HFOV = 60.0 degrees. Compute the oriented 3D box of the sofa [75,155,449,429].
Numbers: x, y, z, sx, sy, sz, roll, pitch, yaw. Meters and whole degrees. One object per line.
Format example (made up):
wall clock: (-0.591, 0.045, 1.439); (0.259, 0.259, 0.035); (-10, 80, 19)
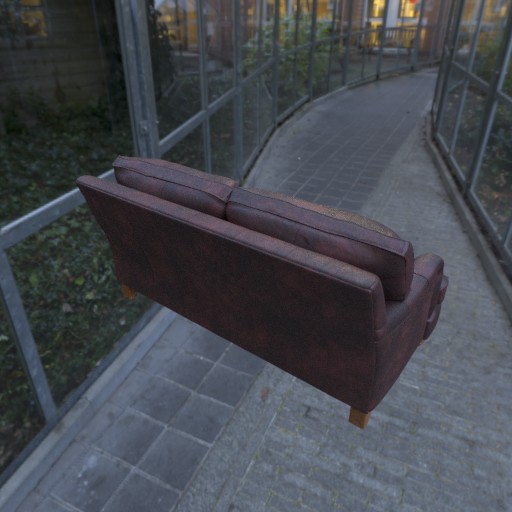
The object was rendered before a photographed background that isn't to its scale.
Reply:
sofa: (0.000, 0.000, 2.852); (2.144, 1.071, 1.147); (21, 36, 33)
